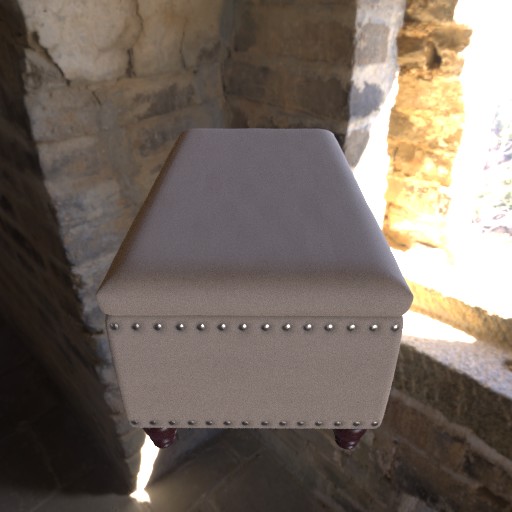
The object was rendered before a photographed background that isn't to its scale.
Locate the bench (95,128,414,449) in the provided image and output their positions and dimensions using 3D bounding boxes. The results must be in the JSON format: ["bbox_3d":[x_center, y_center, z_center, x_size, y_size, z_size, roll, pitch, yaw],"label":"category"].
[{"bbox_3d":[0.000,0.000,1.164,0.500,0.449,0.887,0,31,0],"label":"bench"}]
